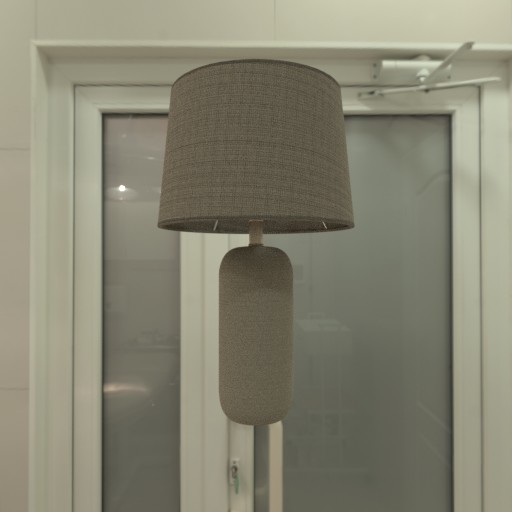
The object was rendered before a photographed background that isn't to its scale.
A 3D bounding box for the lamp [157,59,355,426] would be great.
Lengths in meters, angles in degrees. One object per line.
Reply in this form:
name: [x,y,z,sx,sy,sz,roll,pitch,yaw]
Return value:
lamp: [0.000,0.000,0.844,0.367,0.609,0.367,0,-1,0]
